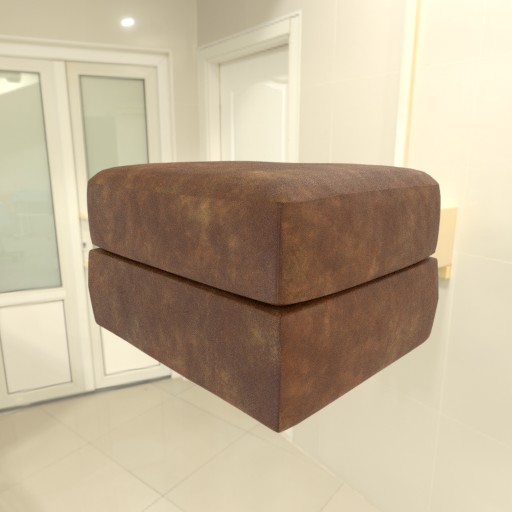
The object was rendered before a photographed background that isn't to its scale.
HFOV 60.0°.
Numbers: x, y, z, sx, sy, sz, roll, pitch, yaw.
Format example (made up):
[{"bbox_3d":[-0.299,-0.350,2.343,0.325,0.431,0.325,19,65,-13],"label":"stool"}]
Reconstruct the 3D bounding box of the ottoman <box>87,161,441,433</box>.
[{"bbox_3d":[0.000,0.000,1.154,0.603,0.476,0.751,-13,19,-43],"label":"ottoman"}]
